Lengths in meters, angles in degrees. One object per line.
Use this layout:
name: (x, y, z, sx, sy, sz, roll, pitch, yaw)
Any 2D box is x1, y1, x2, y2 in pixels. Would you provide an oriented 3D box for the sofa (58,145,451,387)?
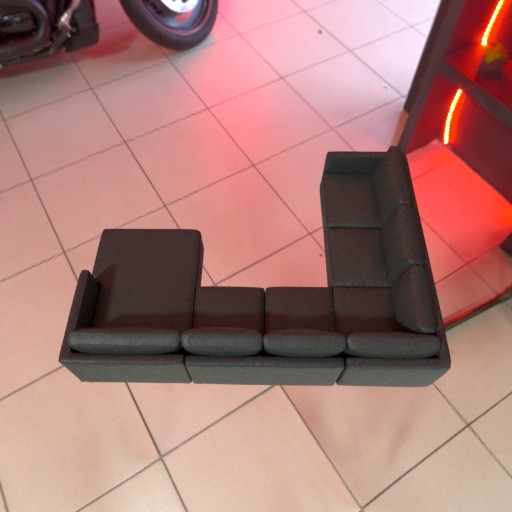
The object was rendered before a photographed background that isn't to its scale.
sofa: (0.000, 0.000, 4.724, 3.460, 0.923, 2.593, 1, 59, 0)
